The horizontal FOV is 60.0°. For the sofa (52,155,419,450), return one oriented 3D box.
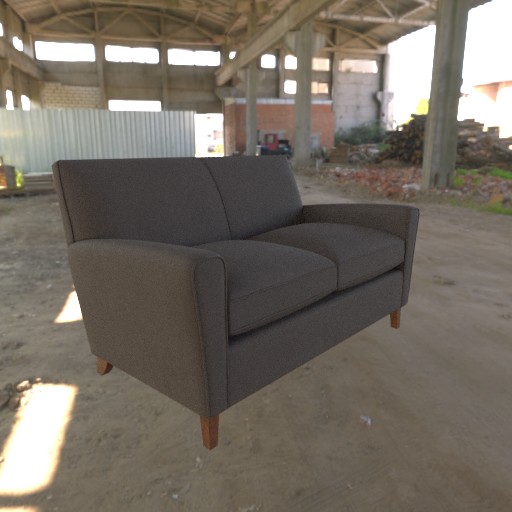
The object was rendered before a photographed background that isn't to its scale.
[{"bbox_3d":[0.000,0.000,1.966,0.871,0.846,1.420,13,19,41],"label":"sofa"}]
